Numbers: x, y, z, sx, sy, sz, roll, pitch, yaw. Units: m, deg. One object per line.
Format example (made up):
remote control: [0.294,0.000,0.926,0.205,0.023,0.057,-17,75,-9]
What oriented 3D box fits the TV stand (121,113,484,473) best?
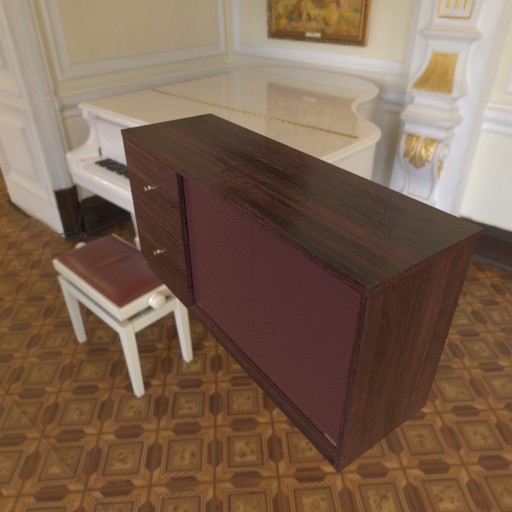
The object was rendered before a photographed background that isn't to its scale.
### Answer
TV stand: [0.000,0.000,1.466,0.404,0.614,1.192,-21,38,-30]
